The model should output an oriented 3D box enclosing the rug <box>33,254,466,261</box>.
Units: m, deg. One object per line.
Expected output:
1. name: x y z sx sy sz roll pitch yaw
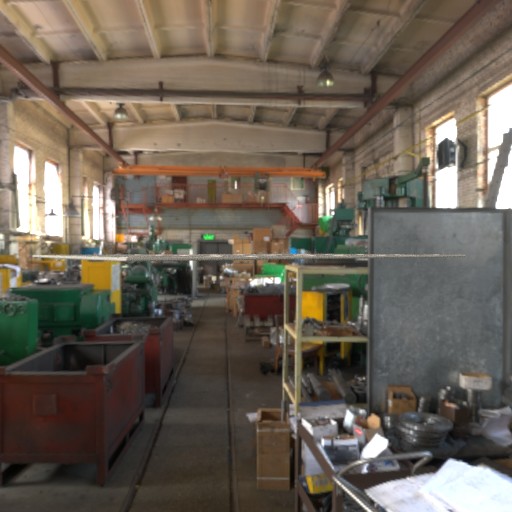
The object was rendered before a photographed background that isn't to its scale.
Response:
1. rug: 0.000 0.000 2.787 2.294 0.014 1.528 0 1 -38
